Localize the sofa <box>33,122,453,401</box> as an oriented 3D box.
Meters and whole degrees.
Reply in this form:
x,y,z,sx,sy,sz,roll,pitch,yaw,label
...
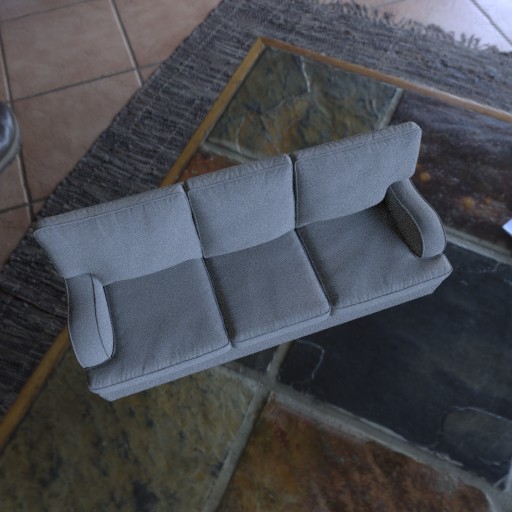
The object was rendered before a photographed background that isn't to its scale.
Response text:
x,y,z,sx,sy,sz,roll,pitch,yaw,label
0.000,0.000,2.798,2.323,0.997,1.016,-17,64,-8,sofa
